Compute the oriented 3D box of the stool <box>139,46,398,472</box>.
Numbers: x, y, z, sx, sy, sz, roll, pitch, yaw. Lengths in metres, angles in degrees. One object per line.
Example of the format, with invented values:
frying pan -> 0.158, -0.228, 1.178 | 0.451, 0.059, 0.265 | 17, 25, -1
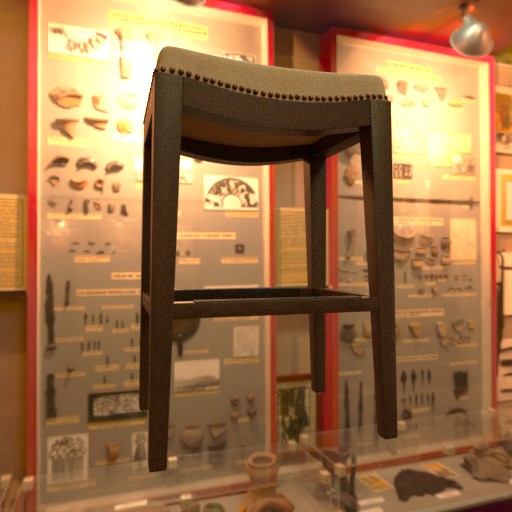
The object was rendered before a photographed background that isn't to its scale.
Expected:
stool -> 0.000, 0.000, 1.008 | 0.498, 0.759, 0.358 | 0, 0, -17
